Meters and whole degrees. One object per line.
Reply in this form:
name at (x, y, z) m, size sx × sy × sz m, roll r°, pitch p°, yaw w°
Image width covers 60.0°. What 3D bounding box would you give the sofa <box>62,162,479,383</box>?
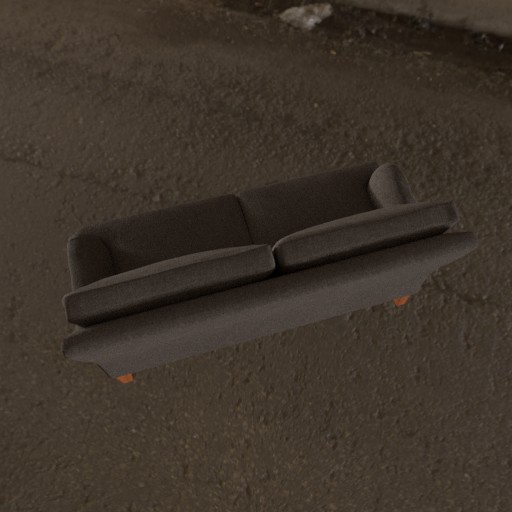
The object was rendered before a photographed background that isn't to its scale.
sofa at (0.000, 0.000, 2.756) m, size 2.160 × 1.054 × 1.087 m, roll -14°, pitch 58°, yaw -9°
